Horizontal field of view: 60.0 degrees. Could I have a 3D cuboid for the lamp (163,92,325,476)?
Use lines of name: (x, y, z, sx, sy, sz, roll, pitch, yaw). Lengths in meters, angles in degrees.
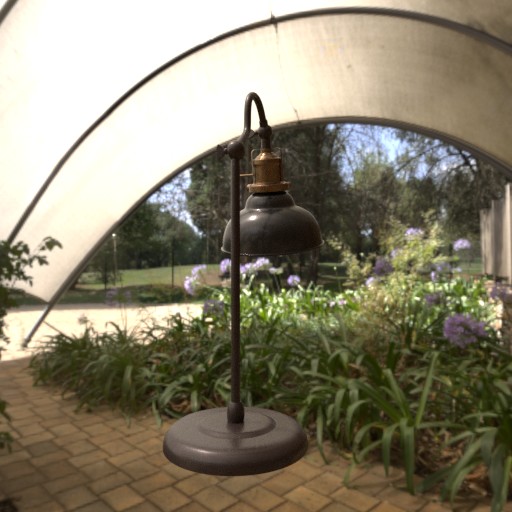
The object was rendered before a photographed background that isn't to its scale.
lamp: (0.000, 0.000, 0.689, 0.192, 0.508, 0.374, -1, -2, 17)
